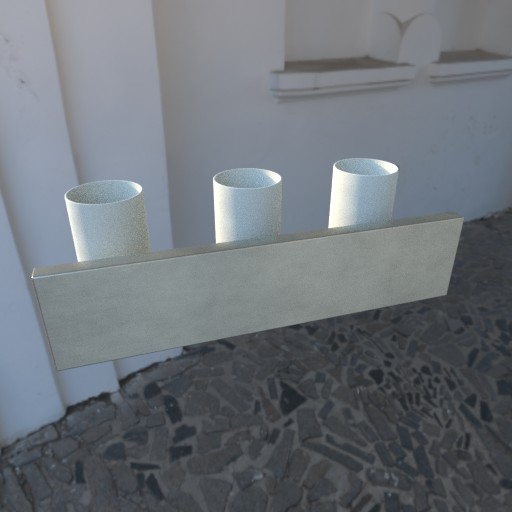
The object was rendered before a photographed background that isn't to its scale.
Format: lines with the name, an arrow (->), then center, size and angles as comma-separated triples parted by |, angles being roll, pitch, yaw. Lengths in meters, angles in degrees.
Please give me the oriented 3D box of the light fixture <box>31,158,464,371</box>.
light fixture -> 0.000, 0.000, 0.524 | 0.451, 0.172, 0.145 | -8, 28, -16
